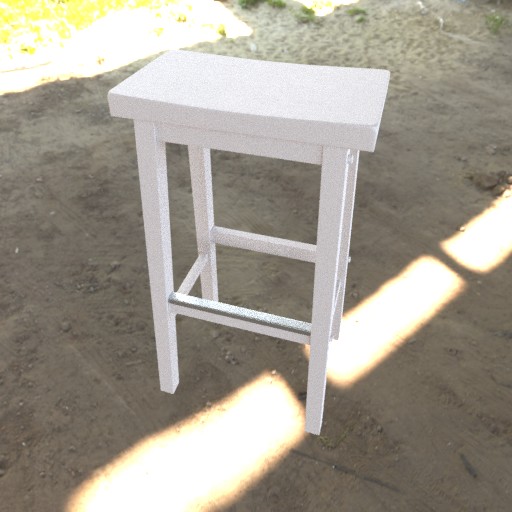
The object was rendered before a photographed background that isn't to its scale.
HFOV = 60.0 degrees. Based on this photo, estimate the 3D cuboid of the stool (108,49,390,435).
[{"bbox_3d":[0.000,0.000,0.951,0.406,0.742,0.322,11,42,13],"label":"stool"}]
